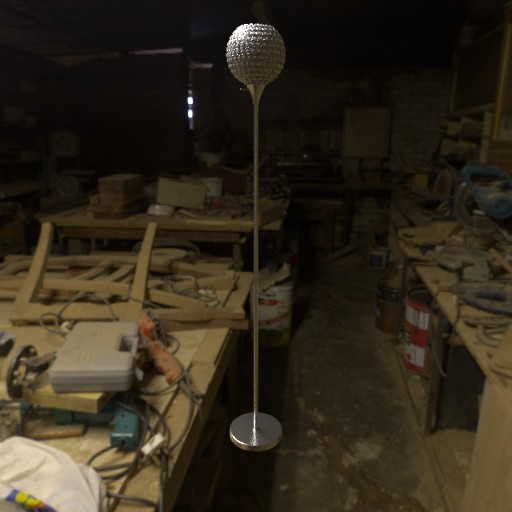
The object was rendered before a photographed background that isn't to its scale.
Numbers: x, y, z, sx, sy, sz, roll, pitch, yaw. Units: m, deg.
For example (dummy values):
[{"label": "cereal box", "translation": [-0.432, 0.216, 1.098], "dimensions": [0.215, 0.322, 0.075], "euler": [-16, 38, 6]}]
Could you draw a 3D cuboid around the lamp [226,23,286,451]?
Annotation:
[{"label": "lamp", "translation": [0.000, 0.000, 1.929], "dimensions": [0.254, 1.805, 0.254], "euler": [0, 15, 0]}]
